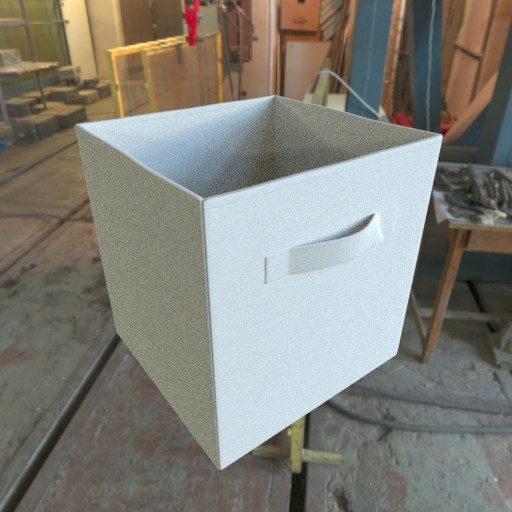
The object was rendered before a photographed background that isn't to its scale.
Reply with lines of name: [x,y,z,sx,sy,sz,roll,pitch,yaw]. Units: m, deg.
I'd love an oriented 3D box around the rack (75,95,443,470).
rack: [0.000,0.000,0.499,0.270,0.280,0.270,-21,36,-31]
